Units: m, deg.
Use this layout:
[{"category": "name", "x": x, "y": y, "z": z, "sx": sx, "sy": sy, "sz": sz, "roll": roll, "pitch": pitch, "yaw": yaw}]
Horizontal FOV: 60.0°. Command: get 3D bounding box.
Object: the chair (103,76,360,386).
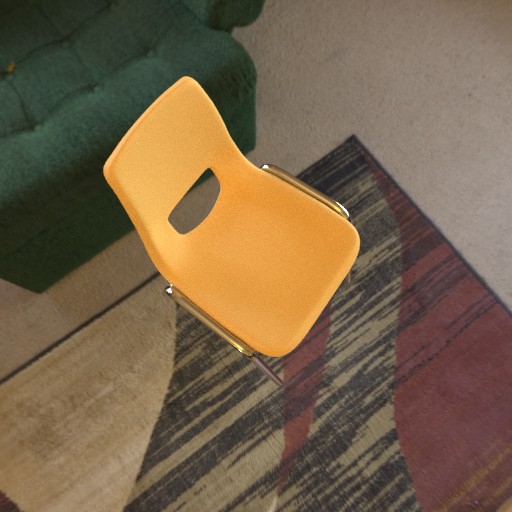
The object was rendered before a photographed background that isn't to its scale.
[{"category": "chair", "x": 0.000, "y": 0.000, "z": 0.978, "sx": 0.436, "sy": 0.704, "sz": 0.381, "roll": 34, "pitch": 77, "yaw": 9}]
